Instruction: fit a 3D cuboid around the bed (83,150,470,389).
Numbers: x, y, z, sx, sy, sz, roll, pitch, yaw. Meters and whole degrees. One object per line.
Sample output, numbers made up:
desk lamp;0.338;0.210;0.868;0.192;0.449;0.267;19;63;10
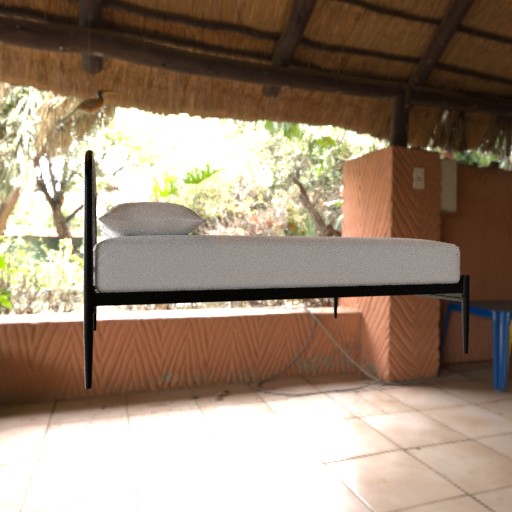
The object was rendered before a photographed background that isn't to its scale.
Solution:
bed;0.000;0.000;3.053;2.159;1.166;1.618;0;0;-19
